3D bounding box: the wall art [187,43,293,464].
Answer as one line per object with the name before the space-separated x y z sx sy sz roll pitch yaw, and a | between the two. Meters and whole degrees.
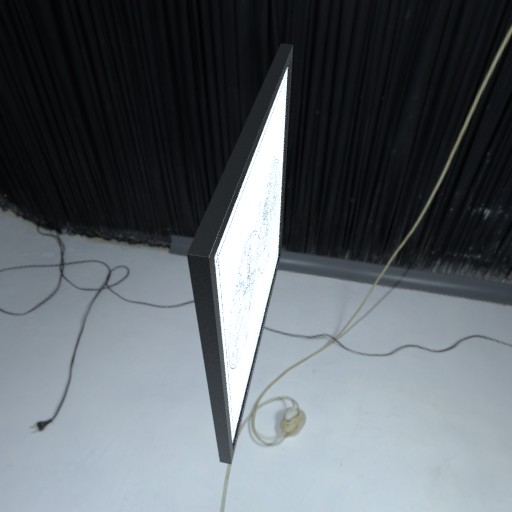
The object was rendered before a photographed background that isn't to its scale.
wall art | 0.000 0.000 1.144 0.031 0.775 0.773 9 46 8
